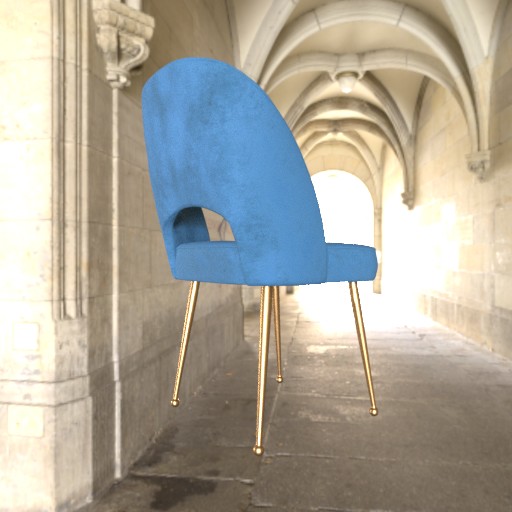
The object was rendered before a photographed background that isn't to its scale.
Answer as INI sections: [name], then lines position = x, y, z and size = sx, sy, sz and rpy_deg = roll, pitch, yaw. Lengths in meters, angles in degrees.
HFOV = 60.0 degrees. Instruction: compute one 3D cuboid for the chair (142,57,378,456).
[chair]
position = 0.000, 0.000, 1.199
size = 0.577, 0.860, 0.527
rpy_deg = 0, 0, -37
